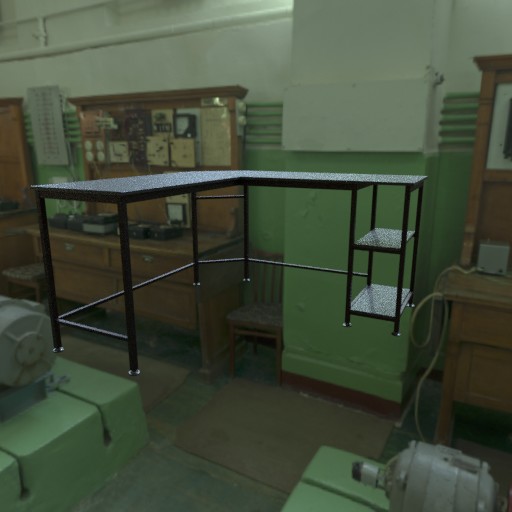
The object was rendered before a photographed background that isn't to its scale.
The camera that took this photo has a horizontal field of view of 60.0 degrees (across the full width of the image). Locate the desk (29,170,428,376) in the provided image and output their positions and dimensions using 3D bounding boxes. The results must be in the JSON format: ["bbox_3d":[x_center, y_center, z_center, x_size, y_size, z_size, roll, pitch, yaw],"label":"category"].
[{"bbox_3d":[0.000,0.000,2.192,1.379,0.739,1.379,7,16,26],"label":"desk"}]
